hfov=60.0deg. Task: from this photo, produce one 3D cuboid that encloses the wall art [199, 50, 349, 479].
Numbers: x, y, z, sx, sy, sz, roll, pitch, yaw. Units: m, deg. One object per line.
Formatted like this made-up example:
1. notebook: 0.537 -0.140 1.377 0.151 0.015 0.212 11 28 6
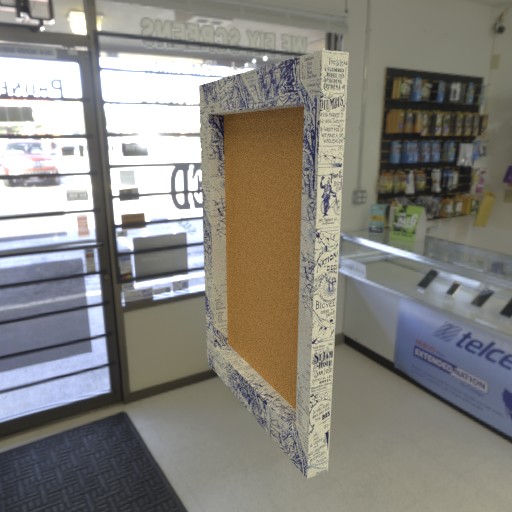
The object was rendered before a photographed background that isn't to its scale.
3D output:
1. wall art: 0.000 0.000 0.778 0.040 0.601 0.408 -8 17 -27
